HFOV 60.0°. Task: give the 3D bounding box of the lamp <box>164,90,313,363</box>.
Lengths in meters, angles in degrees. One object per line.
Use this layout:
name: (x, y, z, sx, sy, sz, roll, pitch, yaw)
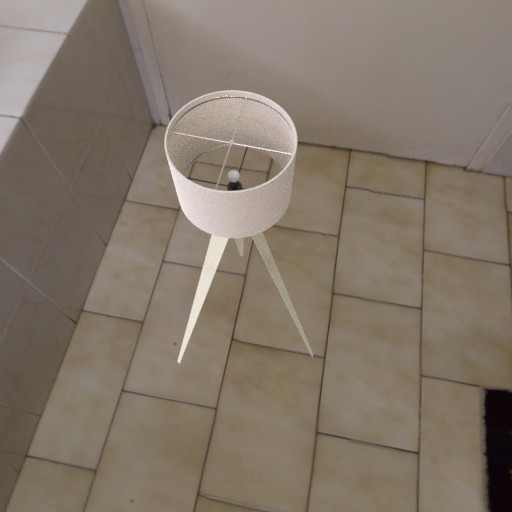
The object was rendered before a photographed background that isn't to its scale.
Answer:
lamp: (0.000, 0.000, 1.860, 0.716, 1.524, 0.724, 12, 64, 6)
